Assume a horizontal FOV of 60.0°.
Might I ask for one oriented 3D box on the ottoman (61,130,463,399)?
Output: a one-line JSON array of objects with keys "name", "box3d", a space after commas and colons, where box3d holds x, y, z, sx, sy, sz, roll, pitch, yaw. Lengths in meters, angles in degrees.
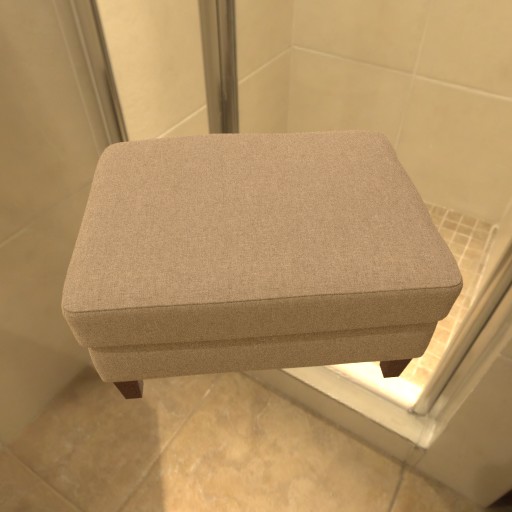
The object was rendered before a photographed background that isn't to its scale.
[{"name": "ottoman", "box3d": [0.000, 0.000, 1.316, 0.898, 0.519, 0.677, -4, 46, -4]}]
